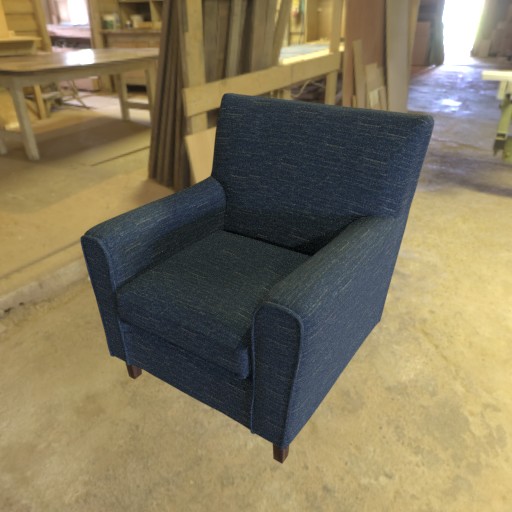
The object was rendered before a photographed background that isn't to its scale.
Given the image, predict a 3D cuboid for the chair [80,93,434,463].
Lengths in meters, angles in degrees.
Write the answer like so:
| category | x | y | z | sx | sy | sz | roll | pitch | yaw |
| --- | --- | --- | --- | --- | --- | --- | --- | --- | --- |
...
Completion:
| category | x | y | z | sx | sy | sz | roll | pitch | yaw |
| --- | --- | --- | --- | --- | --- | --- | --- | --- | --- |
| chair | 0.000 | 0.000 | 1.582 | 0.864 | 0.928 | 0.873 | 18 | 34 | 29 |
